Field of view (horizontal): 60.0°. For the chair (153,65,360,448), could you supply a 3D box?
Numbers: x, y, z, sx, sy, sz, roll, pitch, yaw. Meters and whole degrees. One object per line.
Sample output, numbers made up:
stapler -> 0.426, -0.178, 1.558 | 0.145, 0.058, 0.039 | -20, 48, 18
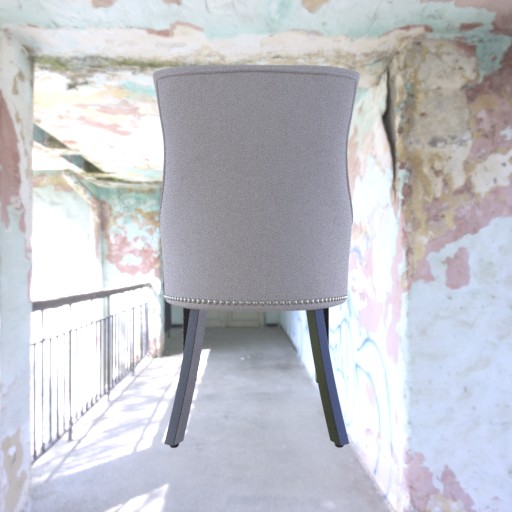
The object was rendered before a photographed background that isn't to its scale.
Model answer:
chair -> 0.000, 0.000, 1.320 | 0.566, 0.909, 0.629 | 0, -1, 0
